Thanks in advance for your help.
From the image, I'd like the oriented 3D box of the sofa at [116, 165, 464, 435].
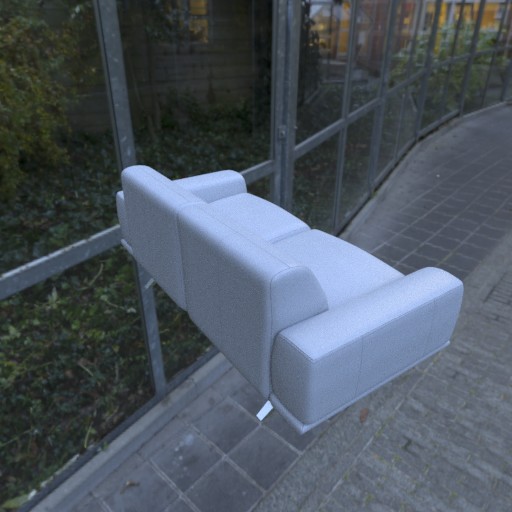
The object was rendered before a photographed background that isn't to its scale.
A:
[{"bbox_3d":[0.000,0.000,2.395,0.900,0.772,1.901,-18,33,-30],"label":"sofa"}]
